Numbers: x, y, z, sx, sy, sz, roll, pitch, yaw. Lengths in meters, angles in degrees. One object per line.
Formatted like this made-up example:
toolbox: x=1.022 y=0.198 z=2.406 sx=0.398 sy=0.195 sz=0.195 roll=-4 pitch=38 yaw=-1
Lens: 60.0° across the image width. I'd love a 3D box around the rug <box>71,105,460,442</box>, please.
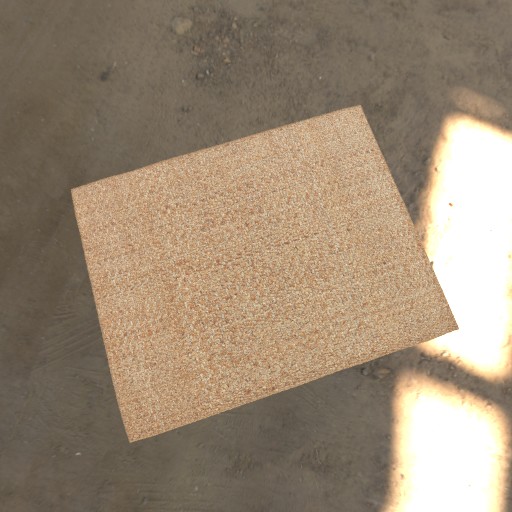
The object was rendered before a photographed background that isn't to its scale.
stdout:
rug: x=0.000 y=0.000 z=4.127 sx=3.048 sy=0.013 sz=2.439 roll=-17 pitch=75 yaw=-5
